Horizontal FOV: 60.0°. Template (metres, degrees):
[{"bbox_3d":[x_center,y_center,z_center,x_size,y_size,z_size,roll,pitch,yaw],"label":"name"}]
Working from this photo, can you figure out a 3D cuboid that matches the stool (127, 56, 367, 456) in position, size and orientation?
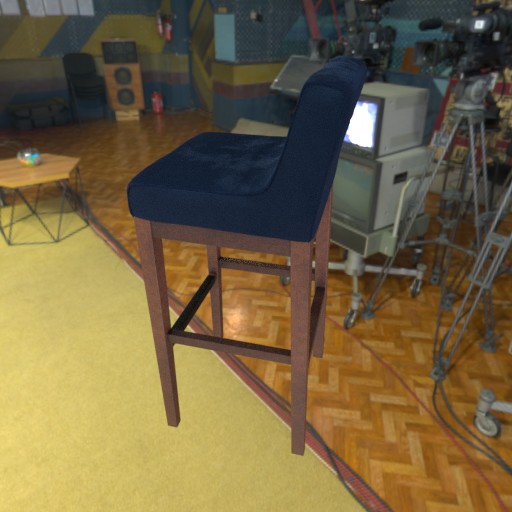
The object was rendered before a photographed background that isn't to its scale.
[{"bbox_3d":[0.000,0.000,1.283,0.500,1.037,0.511,7,30,13],"label":"stool"}]
